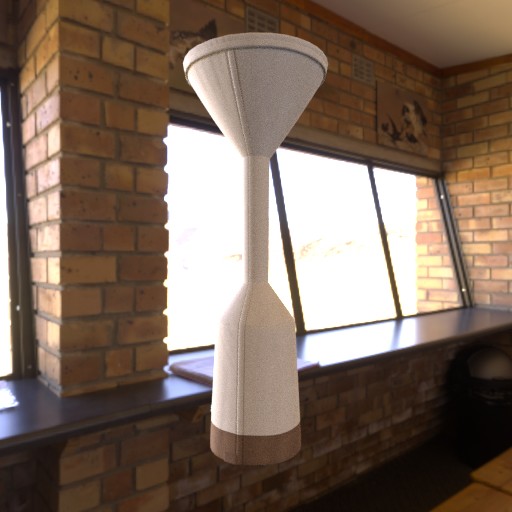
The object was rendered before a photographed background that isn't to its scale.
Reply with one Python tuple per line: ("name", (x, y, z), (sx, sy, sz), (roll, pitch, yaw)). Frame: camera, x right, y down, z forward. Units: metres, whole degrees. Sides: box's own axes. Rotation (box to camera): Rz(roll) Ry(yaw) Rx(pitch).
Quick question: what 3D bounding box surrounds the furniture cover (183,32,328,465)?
("furniture cover", (0.000, 0.000, 2.835), (0.914, 2.413, 0.914), (0, 0, 19))
